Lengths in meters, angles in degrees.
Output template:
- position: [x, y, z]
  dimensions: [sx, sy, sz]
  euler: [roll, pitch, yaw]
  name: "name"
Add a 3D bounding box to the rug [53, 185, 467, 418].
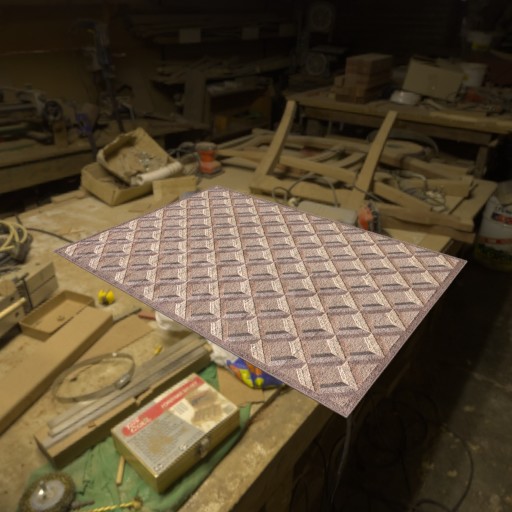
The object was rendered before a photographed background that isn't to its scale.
- position: [0.000, 0.000, 4.335]
  dimensions: [3.294, 0.018, 2.382]
  euler: [22, 36, 33]
  name: "rug"
